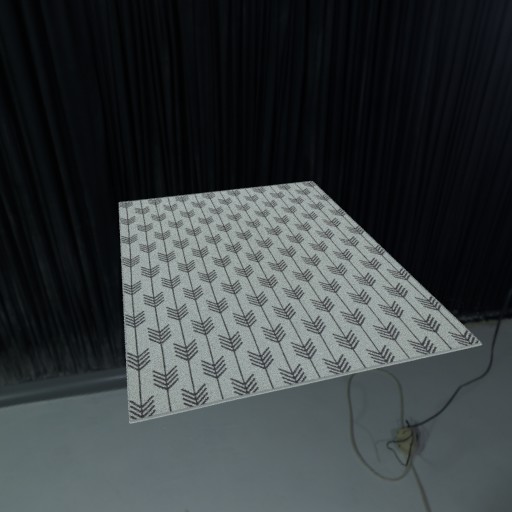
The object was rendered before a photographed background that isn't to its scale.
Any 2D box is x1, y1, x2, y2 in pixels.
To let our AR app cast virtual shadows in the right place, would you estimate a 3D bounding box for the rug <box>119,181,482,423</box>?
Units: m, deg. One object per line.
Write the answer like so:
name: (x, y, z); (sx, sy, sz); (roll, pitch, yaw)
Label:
rug: (0.000, 0.000, 3.988); (2.330, 0.010, 3.061); (-8, 32, -13)
